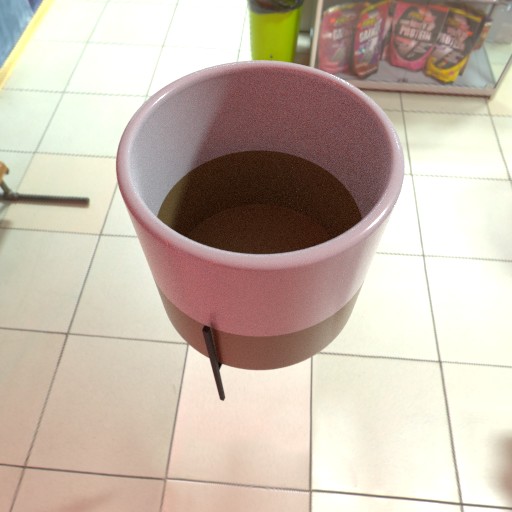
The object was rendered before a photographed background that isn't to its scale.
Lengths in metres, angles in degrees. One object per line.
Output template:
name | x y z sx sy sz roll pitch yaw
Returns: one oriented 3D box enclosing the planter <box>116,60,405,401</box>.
planter | 0.000 0.000 0.644 0.310 0.432 0.310 33 63 19
